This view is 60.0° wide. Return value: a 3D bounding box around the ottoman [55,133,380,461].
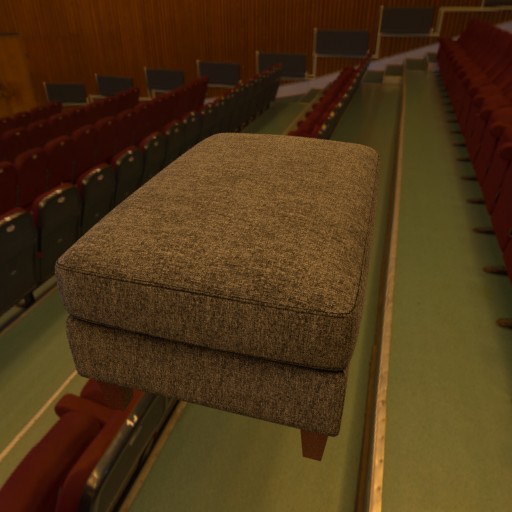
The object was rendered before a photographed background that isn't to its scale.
[{"bbox_3d":[0.000,0.000,1.189,0.584,0.483,0.864,9,33,14],"label":"ottoman"}]
